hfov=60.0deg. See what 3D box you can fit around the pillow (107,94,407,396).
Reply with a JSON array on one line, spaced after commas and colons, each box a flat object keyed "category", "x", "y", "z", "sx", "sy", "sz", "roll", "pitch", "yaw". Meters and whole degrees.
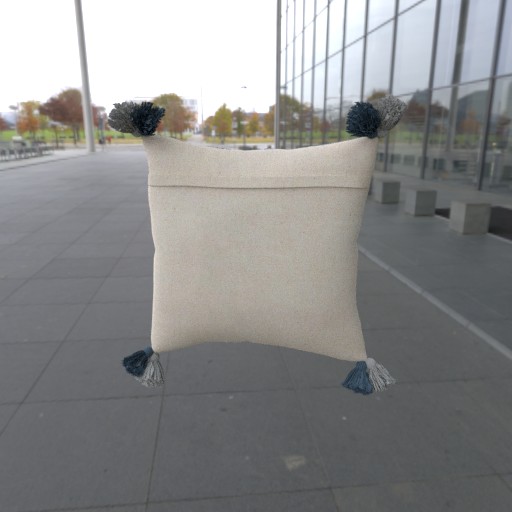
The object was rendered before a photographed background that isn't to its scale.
[{"category": "pillow", "x": 0.000, "y": 0.000, "z": 0.928, "sx": 0.614, "sy": 0.634, "sz": 0.138, "roll": 2, "pitch": 15, "yaw": 8}]
